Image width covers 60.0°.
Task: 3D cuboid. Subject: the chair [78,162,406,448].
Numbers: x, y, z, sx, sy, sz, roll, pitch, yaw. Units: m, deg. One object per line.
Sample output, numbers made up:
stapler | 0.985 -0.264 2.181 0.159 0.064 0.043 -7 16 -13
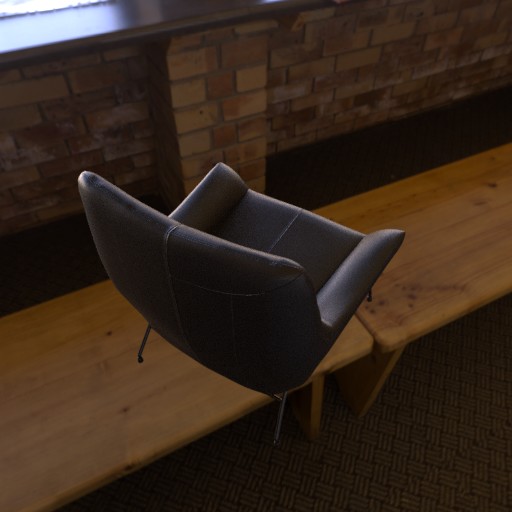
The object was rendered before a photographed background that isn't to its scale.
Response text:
chair | 0.000 0.000 1.569 0.836 0.922 0.826 24 52 21
